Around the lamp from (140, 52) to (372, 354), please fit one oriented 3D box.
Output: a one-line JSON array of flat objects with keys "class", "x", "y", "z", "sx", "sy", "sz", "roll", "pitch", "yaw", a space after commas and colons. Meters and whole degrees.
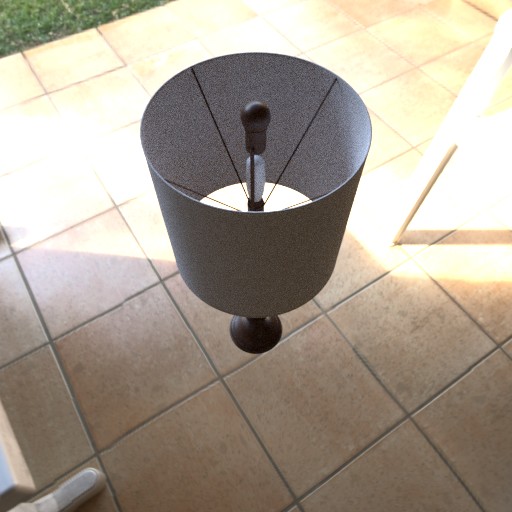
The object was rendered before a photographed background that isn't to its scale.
[{"class": "lamp", "x": 0.000, "y": 0.000, "z": 0.715, "sx": 0.250, "sy": 0.597, "sz": 0.250, "roll": -35, "pitch": 64, "yaw": -20}]
